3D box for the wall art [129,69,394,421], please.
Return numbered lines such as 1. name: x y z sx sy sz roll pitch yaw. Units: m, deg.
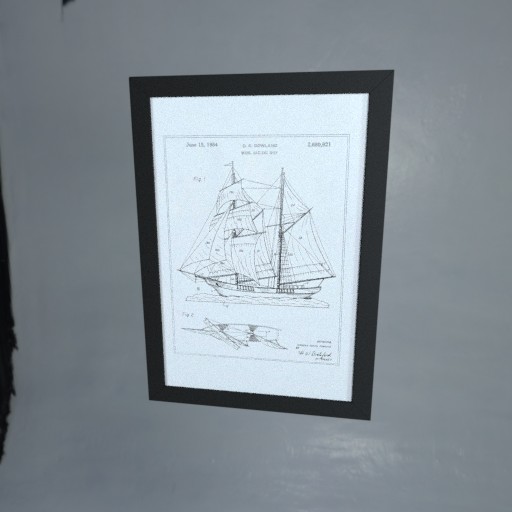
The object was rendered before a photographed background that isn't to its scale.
1. wall art: 0.000 0.000 0.597 0.326 0.459 0.011 2 14 9
